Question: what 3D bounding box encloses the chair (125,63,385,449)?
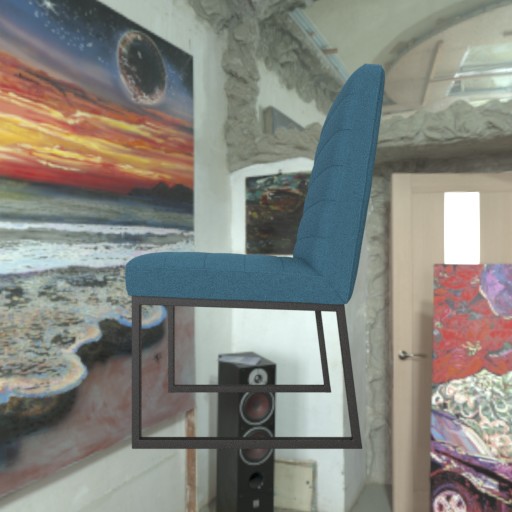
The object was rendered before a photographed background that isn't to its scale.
[{"bbox_3d":[0.000,0.000,1.298,0.634,0.930,0.520,0,0,0],"label":"chair"}]
